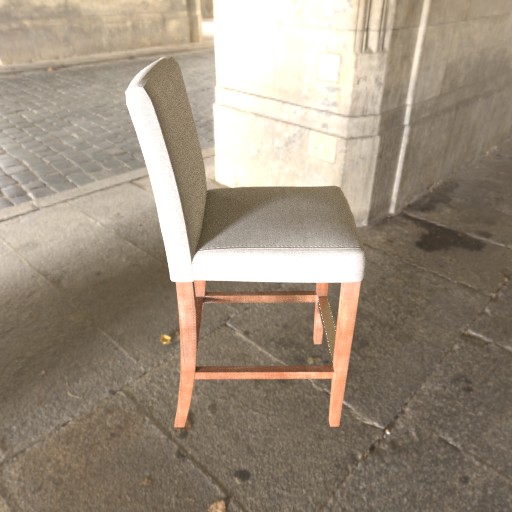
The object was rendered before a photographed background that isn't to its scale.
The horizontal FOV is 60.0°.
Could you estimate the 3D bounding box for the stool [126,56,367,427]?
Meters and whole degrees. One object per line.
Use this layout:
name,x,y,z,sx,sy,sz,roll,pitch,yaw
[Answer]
stool,0.000,0.000,1.365,0.570,1.088,0.439,-1,32,-1
